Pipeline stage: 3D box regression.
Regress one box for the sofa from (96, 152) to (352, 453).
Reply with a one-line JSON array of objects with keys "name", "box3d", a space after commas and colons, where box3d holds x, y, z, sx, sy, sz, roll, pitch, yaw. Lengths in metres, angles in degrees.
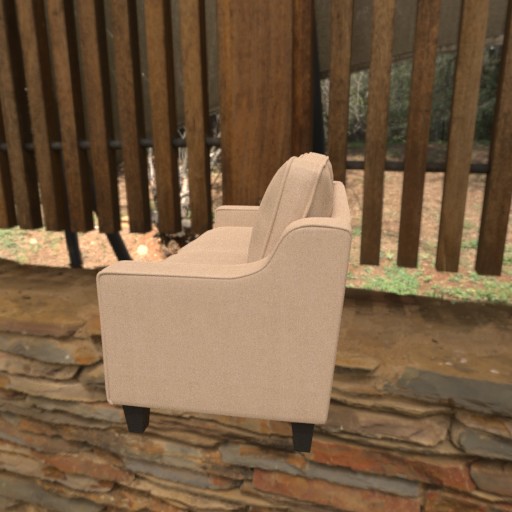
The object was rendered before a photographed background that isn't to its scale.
[{"name": "sofa", "box3d": [0.000, 0.000, 3.466, 1.351, 1.562, 2.587, 2, 14, 10]}]
